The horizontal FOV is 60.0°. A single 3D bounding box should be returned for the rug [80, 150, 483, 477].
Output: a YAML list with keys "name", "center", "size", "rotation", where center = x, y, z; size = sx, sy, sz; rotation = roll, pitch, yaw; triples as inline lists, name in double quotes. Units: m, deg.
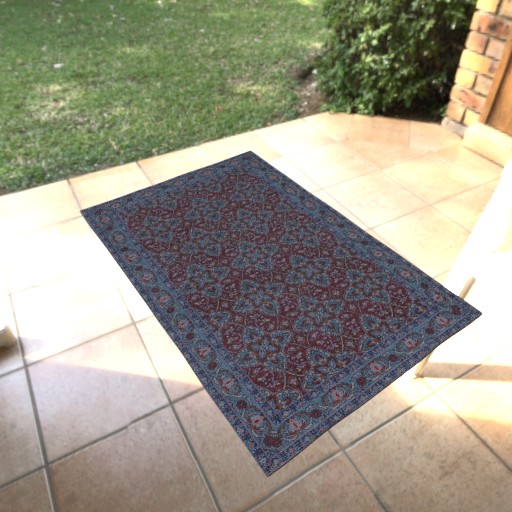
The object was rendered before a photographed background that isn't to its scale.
- name: "rug"
  center: [0.000, 0.000, 2.286]
  size: [1.219, 0.009, 1.829]
  rotation: [-26, 48, -26]
